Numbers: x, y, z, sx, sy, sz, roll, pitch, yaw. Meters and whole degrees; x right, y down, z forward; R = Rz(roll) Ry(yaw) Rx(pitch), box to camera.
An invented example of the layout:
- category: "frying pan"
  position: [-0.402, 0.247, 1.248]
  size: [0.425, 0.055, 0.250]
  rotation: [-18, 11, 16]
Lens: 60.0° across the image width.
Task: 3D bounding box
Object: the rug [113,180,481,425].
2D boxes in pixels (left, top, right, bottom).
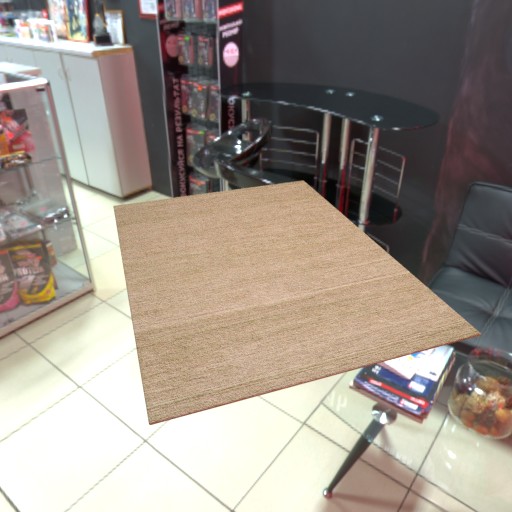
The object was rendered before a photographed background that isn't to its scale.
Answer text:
- category: "rug"
  position: [0.000, 0.000, 4.226]
  size: [2.425, 0.016, 3.198]
  rotation: [-10, 33, -16]
